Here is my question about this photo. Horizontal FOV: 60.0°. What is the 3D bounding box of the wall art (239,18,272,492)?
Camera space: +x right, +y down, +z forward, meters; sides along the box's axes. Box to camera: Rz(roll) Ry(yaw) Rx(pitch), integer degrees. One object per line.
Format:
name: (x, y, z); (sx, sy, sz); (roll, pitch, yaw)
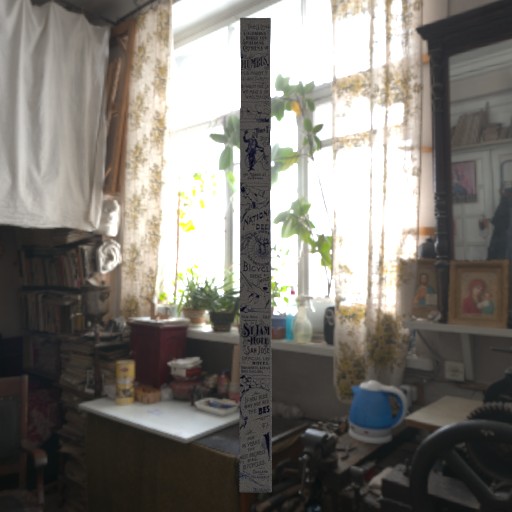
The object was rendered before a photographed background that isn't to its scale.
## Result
wall art: (0.000, 0.000, 0.478); (0.025, 0.376, 0.255); (0, -2, 0)
